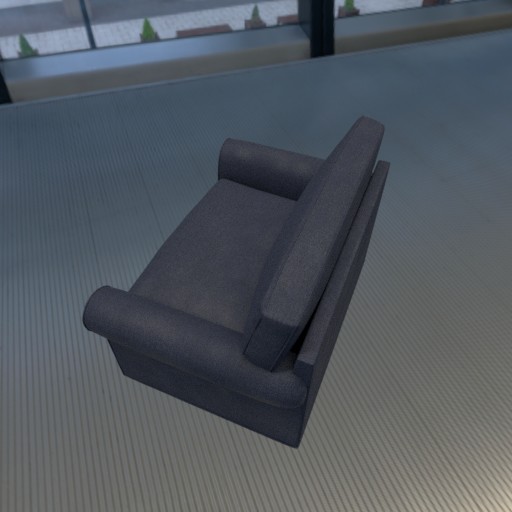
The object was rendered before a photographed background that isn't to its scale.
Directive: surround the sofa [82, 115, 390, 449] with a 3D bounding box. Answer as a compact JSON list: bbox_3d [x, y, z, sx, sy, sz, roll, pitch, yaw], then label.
[{"bbox_3d":[0.000,0.000,2.147,0.938,1.004,1.405,17,49,16],"label":"sofa"}]
